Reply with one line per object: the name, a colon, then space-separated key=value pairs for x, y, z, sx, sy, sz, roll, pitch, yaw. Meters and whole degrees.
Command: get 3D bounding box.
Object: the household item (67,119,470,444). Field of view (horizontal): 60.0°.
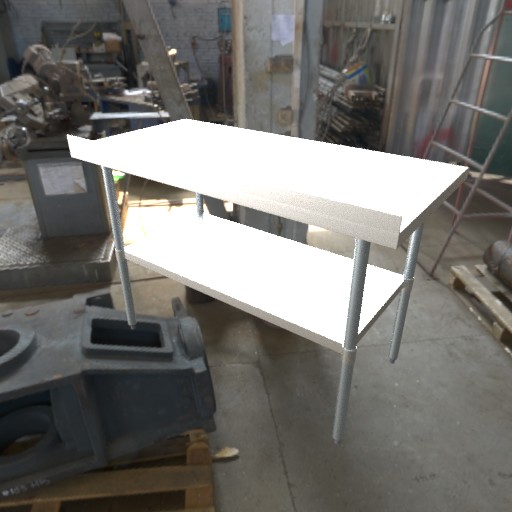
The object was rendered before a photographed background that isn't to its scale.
household item: x=0.000 y=0.000 z=1.674 sx=1.219 sy=0.851 sz=0.610 roll=19 pitch=34 yaw=31
